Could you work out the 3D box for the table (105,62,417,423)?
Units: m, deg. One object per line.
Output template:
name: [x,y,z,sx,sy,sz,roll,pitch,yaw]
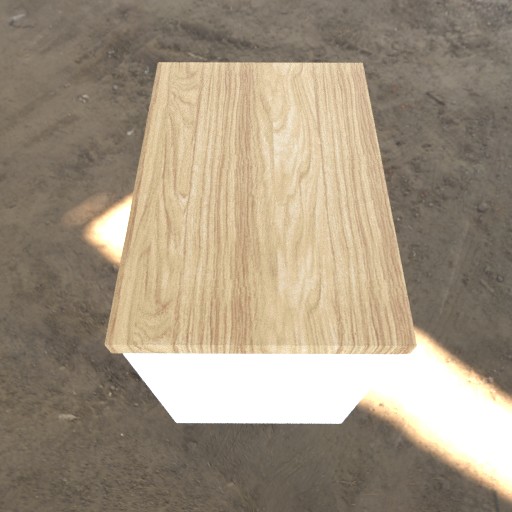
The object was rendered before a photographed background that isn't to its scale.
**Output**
table: [0.000,0.000,0.807,0.360,0.440,0.500,0,59,0]
